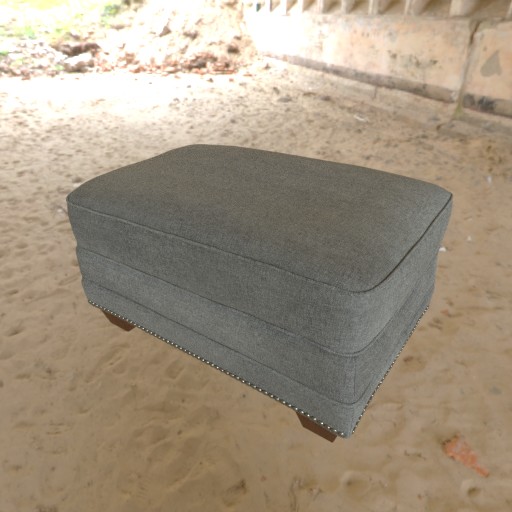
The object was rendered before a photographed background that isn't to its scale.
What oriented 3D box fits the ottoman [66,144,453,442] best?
[{"bbox_3d":[0.000,0.000,1.146,0.813,0.457,0.561,19,35,30],"label":"ottoman"}]
